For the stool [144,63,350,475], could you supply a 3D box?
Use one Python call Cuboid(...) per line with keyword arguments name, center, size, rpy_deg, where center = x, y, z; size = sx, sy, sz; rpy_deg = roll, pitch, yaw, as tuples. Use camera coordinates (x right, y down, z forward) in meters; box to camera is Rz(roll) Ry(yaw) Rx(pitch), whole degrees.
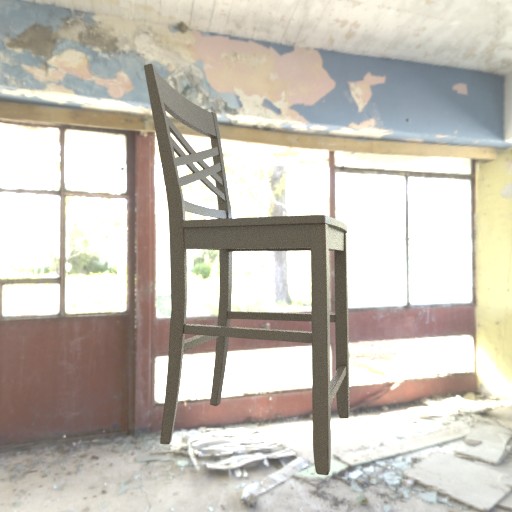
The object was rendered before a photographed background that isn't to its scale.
Cuboid(name="stool", center=(0.000, 0.000, 1.379), size=(0.539, 1.079, 0.462), rpy_deg=(0, 0, 18))
